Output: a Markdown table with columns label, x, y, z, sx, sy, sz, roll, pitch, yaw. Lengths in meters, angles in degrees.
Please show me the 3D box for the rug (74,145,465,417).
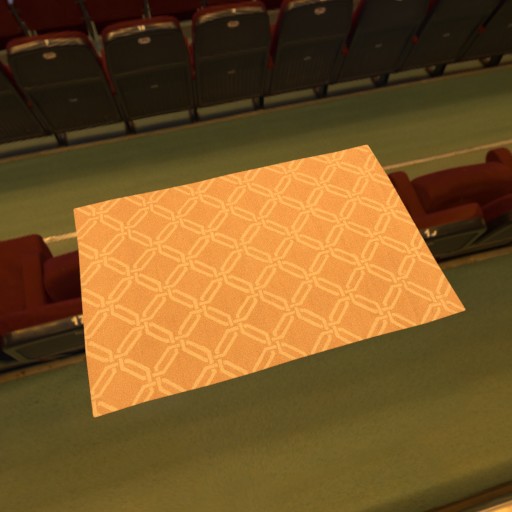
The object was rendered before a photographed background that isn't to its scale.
| label | x | y | z | sx | sy | sz | roll | pitch | yaw |
| --- | --- | --- | --- | --- | --- | --- | --- | --- | --- |
| rug | 0.000 | 0.000 | 2.248 | 1.745 | 0.010 | 1.146 | -14 | 59 | -9 |
